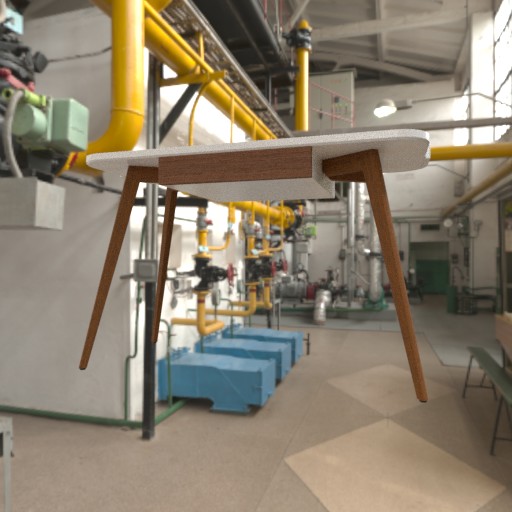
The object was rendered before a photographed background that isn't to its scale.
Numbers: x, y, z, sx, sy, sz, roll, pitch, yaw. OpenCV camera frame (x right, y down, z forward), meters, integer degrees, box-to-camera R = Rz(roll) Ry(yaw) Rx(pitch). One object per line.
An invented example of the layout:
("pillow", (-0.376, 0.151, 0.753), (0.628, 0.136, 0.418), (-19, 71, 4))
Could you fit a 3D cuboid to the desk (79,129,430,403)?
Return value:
("desk", (0.000, 0.000, 1.641), (1.206, 0.807, 0.534), (0, 0, 18))
